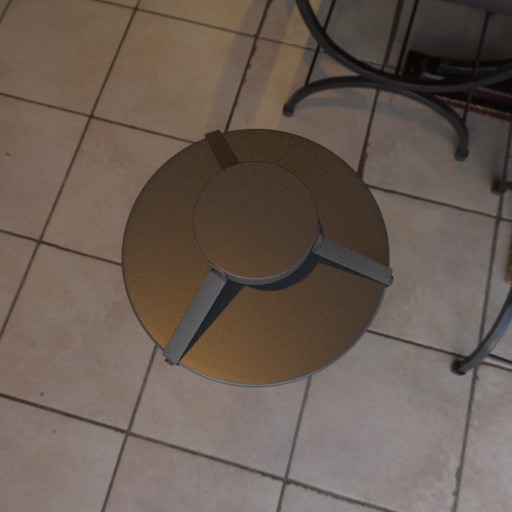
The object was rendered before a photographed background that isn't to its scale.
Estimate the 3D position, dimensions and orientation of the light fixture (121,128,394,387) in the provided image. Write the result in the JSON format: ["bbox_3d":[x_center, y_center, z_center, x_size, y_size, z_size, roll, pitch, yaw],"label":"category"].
[{"bbox_3d":[0.000,0.000,0.537,0.304,0.269,0.304,0,75,0],"label":"light fixture"}]
